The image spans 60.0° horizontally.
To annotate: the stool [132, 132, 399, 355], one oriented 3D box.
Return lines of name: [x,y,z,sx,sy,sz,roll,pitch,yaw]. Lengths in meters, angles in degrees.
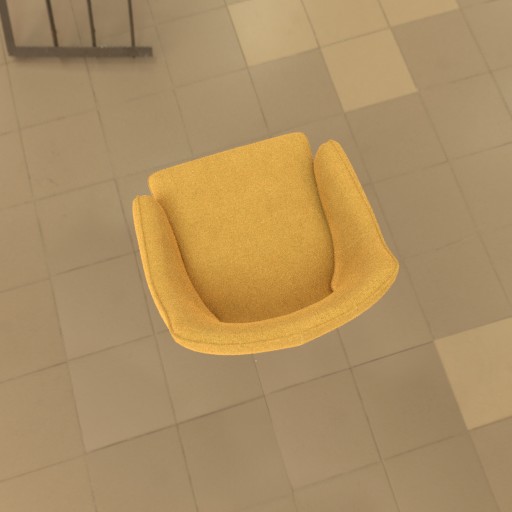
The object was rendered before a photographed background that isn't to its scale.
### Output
stool: [0.000,0.000,1.279,0.548,0.924,0.558,-17,77,-4]
